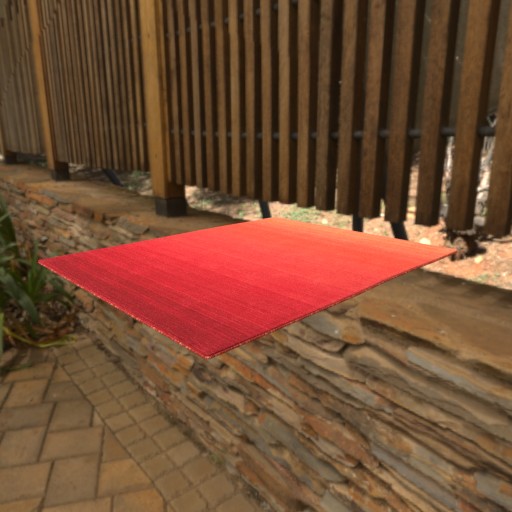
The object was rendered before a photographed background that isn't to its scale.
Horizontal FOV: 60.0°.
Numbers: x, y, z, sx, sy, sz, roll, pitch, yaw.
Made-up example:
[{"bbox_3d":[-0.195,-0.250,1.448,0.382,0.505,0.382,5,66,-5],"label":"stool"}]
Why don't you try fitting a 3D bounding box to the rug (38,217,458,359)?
[{"bbox_3d":[0.000,0.000,3.898,2.905,0.028,2.340,-14,21,-42],"label":"rug"}]
